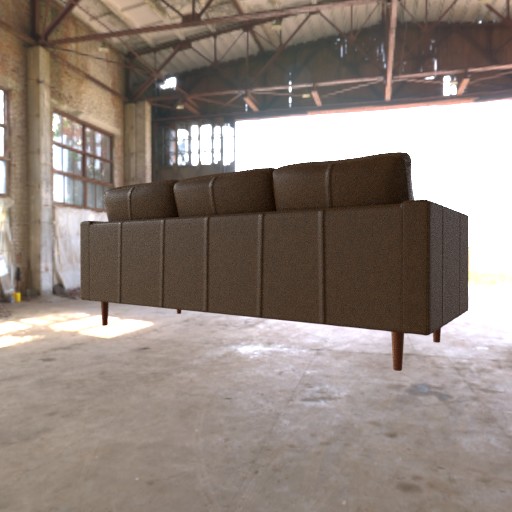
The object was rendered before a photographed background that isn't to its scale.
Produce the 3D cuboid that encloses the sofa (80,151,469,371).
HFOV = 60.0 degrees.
[{"bbox_3d":[0.000,0.000,2.686,2.231,0.930,0.903,0,1,35],"label":"sofa"}]
